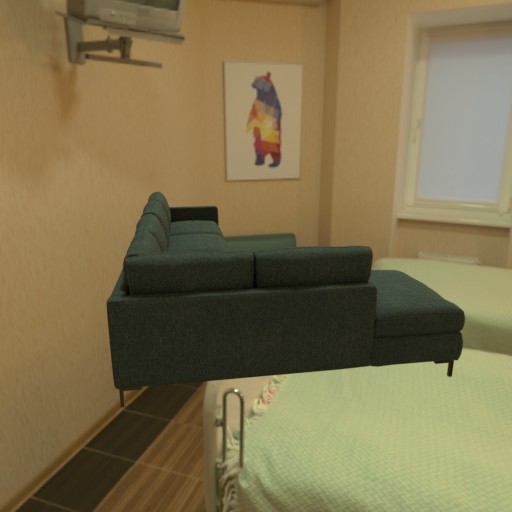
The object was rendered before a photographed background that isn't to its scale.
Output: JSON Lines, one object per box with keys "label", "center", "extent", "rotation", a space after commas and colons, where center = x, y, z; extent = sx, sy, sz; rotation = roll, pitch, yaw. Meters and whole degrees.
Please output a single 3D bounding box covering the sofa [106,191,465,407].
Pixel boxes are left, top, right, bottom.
{"label": "sofa", "center": [0.000, 0.000, 3.784], "extent": [2.007, 0.815, 2.949], "rotation": [-3, 16, -9]}
